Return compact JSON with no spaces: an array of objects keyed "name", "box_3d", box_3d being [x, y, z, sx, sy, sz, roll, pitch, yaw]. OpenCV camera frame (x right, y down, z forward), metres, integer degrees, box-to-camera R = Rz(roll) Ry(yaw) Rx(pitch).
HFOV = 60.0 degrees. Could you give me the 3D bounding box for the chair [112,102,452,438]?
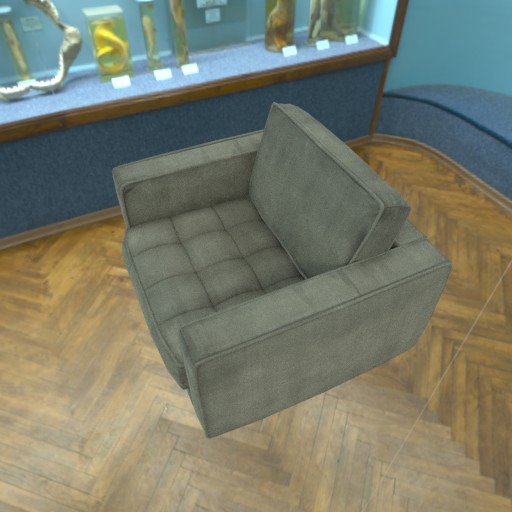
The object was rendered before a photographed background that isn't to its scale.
[{"name":"chair","box_3d":[0.000,0.000,1.545,0.843,0.773,0.928,-19,48,-17]}]
